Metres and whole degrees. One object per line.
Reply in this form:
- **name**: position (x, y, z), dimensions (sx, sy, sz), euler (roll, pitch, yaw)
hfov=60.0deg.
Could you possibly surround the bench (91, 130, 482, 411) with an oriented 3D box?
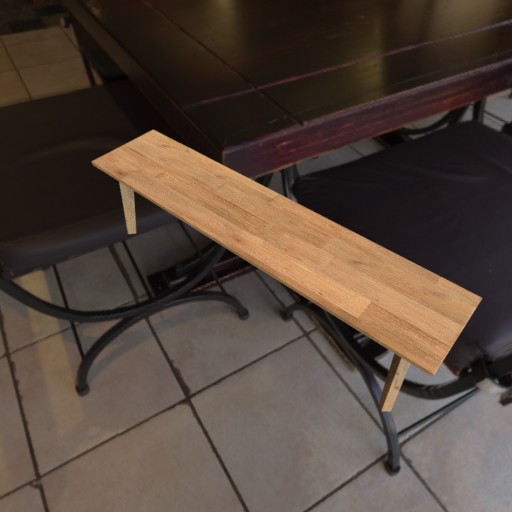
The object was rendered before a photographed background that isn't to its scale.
- **bench**: position (0.000, 0.000, 1.943), dimensions (1.698, 0.431, 0.378), euler (31, 54, 27)
